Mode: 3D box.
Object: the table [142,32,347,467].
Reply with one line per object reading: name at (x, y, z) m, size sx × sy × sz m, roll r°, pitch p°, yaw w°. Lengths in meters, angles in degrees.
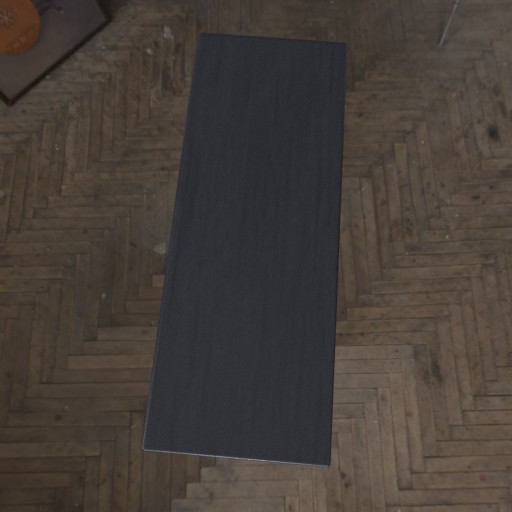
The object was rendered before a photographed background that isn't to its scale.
table at (0.000, 0.000, 1.543) m, size 0.459 × 0.735 × 1.184 m, roll 5°, pitch 75°, yaw 1°
